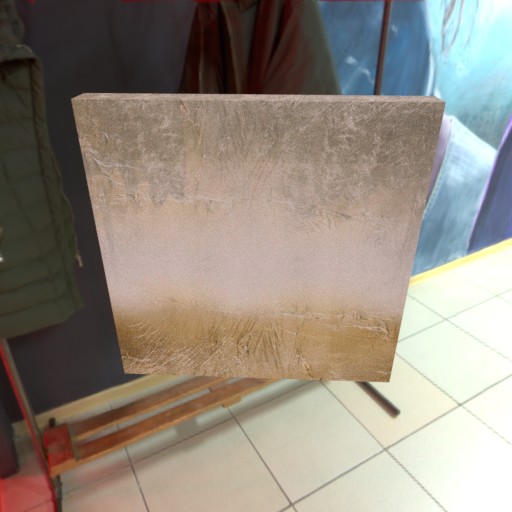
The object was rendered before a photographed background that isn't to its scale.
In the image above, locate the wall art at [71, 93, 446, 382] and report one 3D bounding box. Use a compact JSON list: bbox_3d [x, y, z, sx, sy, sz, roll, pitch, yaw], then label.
[{"bbox_3d":[0.000,0.000,0.595,0.405,0.407,0.038,1,29,2],"label":"wall art"}]
